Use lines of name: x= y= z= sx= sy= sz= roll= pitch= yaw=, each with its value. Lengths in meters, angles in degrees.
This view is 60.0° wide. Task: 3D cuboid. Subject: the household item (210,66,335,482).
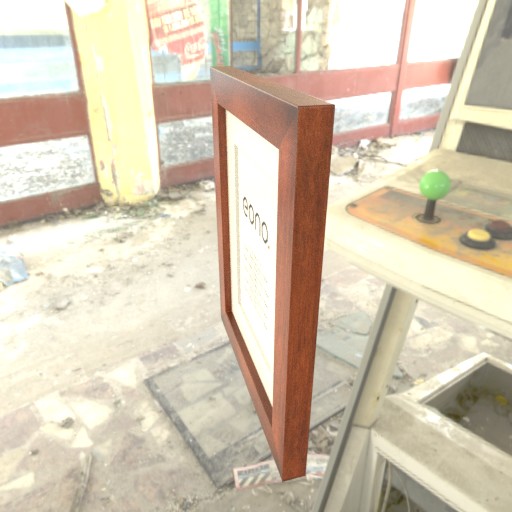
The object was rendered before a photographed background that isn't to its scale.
household item: x=0.000 y=0.000 z=0.336 sx=0.020 sy=0.250 sz=0.200 roll=-8 pitch=29 yaw=-14
